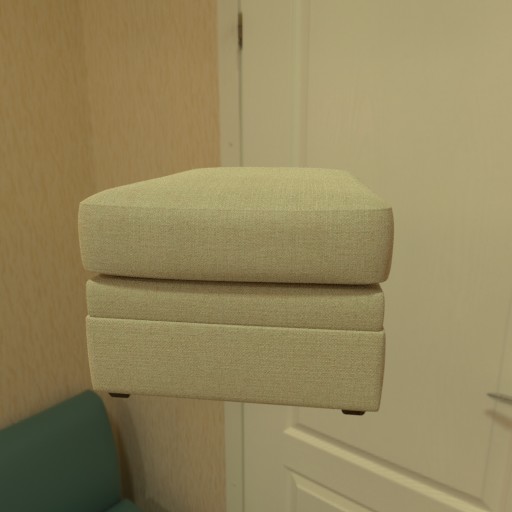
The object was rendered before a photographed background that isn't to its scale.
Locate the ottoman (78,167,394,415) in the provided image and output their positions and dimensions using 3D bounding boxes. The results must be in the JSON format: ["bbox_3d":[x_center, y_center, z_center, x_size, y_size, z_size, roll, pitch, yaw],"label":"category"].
[{"bbox_3d":[0.000,0.000,1.276,0.637,0.478,0.885,2,14,7],"label":"ottoman"}]
